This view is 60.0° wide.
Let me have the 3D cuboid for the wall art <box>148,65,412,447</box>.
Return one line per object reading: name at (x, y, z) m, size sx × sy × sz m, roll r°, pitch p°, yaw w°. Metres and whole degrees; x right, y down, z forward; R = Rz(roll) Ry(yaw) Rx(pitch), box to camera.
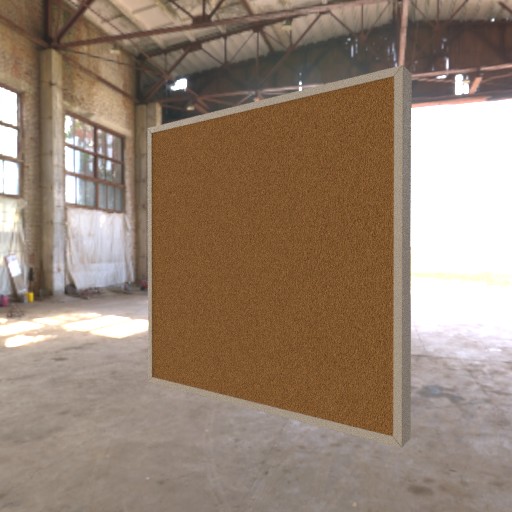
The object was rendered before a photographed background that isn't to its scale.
wall art at (0.000, 0.000, 0.752) m, size 0.508 × 0.508 × 0.037 m, roll 0°, pitch 1°, yaw 36°
